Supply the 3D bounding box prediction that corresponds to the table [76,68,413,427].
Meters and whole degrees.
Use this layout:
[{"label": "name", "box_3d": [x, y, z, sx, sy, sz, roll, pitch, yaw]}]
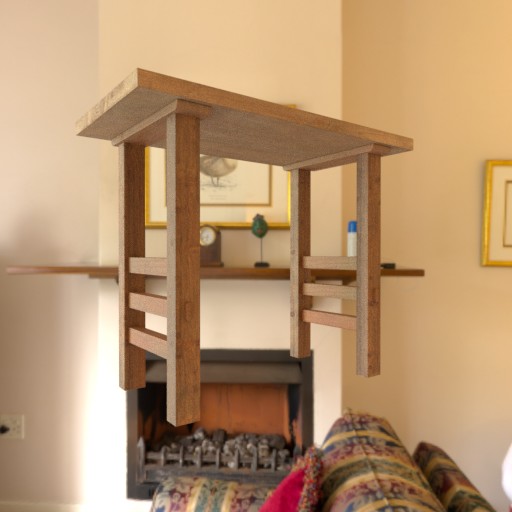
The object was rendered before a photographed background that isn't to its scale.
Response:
[{"label": "table", "box_3d": [0.000, 0.000, 1.624, 1.119, 0.914, 0.556, 0, 0, -36]}]
